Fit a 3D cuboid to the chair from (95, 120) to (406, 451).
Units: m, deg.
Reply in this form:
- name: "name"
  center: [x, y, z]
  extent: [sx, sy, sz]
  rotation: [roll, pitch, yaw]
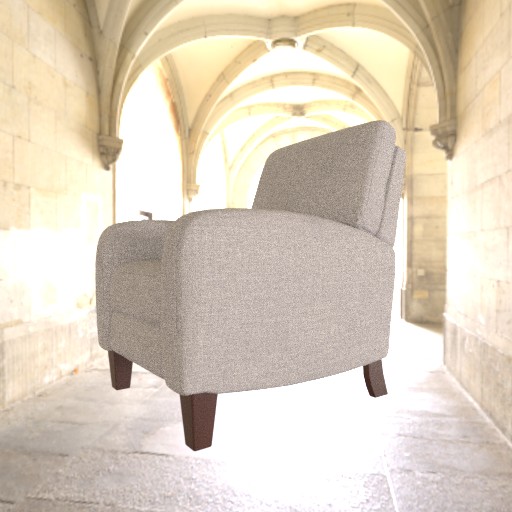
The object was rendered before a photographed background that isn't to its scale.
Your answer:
- name: "chair"
  center: [0.000, 0.000, 1.642]
  extent: [0.990, 0.990, 0.762]
  rotation: [-1, 1, -36]
